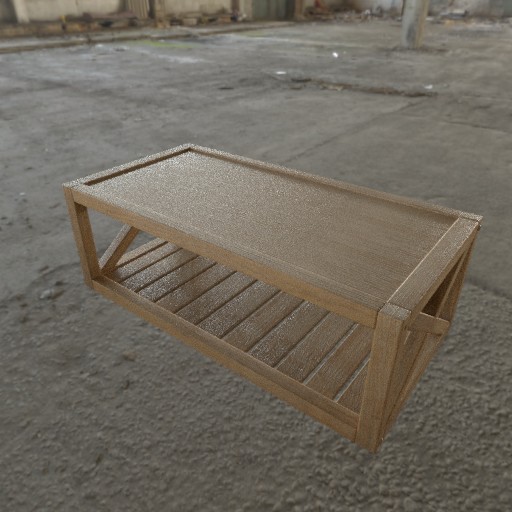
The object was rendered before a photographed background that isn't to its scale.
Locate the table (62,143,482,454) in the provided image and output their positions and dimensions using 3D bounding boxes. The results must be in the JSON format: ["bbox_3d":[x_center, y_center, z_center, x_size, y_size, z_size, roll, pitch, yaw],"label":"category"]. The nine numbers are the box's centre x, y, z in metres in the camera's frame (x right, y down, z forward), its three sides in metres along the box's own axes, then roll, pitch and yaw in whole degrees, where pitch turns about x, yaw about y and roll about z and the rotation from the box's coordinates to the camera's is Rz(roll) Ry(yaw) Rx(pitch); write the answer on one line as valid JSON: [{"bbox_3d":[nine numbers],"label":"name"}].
[{"bbox_3d":[0.000,0.000,1.639,1.321,0.457,0.660,21,37,32],"label":"table"}]
